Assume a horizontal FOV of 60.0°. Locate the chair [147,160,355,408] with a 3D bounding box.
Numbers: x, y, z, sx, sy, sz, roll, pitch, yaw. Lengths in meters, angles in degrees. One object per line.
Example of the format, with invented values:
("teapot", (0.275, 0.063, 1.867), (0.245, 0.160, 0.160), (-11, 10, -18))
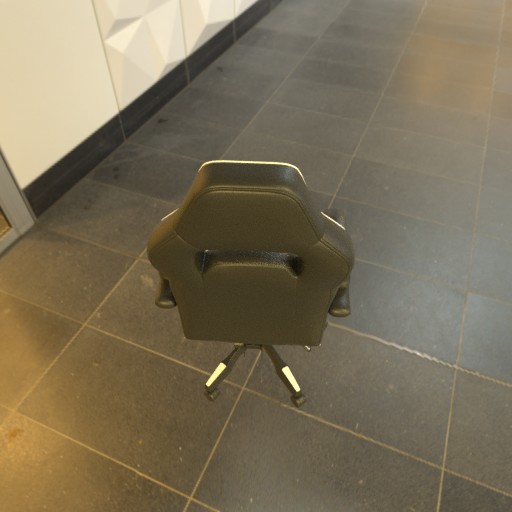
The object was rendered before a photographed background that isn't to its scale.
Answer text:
("chair", (0.000, 0.000, 1.633), (0.676, 1.200, 0.700), (3, 47, 2))
